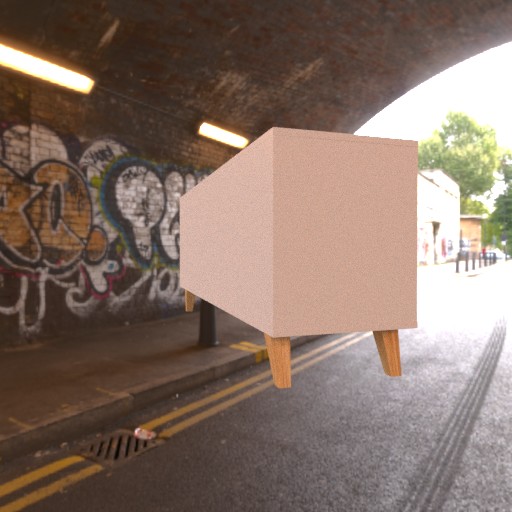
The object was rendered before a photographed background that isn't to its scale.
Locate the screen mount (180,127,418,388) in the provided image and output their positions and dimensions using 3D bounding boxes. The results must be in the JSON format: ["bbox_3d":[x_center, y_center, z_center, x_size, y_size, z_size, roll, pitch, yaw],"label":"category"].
[{"bbox_3d":[0.000,0.000,1.797,0.400,0.619,1.490,0,1,-18],"label":"screen mount"}]
